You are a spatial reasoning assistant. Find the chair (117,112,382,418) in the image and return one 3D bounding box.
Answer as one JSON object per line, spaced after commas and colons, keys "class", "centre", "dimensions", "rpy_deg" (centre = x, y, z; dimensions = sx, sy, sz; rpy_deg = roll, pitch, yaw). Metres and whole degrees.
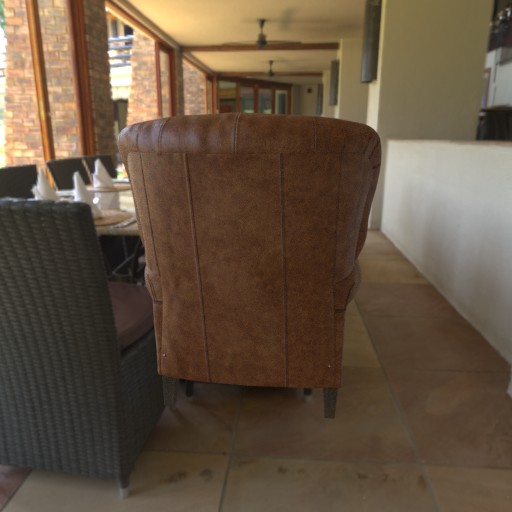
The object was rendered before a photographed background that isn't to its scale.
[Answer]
{"class": "chair", "centre": [0.000, 0.000, 1.952], "dimensions": [0.951, 1.164, 1.059], "rpy_deg": [2, 15, 7]}
